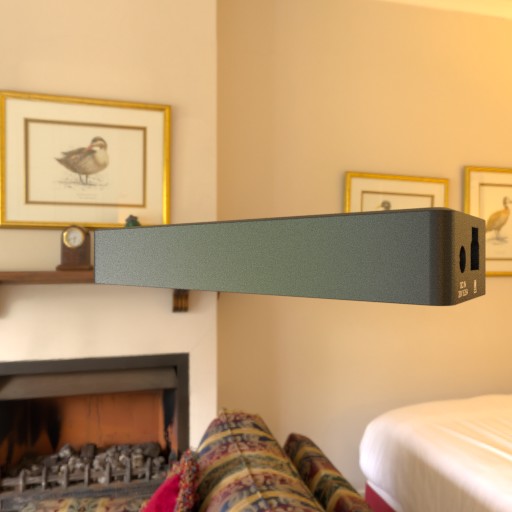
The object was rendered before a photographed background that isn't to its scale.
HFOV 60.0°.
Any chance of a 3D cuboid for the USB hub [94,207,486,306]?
[{"bbox_3d":[0.000,0.000,0.162,0.145,0.023,0.044,0,0,38],"label":"USB hub"}]
